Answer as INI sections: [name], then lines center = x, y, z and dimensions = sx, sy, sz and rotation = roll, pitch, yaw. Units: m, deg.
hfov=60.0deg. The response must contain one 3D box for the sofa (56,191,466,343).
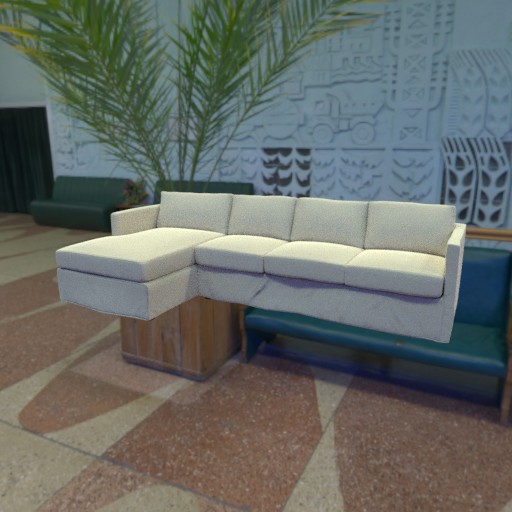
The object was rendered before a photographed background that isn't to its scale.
[sofa]
center = 0.000, 0.000, 3.832
dimensions = 3.205, 0.922, 1.650
rotation = 7, 16, 26
